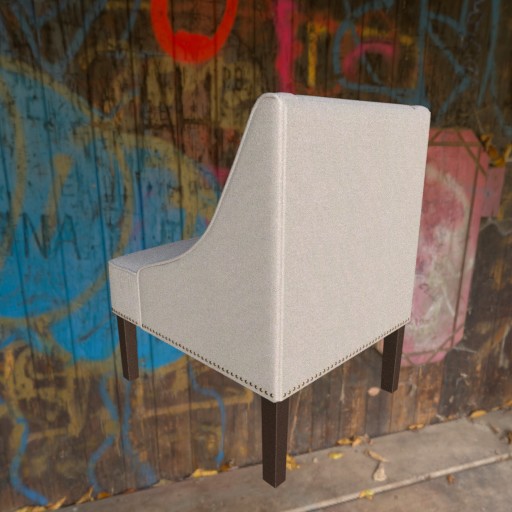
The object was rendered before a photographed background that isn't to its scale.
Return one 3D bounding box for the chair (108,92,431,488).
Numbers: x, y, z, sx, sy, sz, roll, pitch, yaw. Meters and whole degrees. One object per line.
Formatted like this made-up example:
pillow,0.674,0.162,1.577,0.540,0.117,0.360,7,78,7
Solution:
chair,0.000,0.000,1.355,0.747,0.867,0.631,15,21,43
